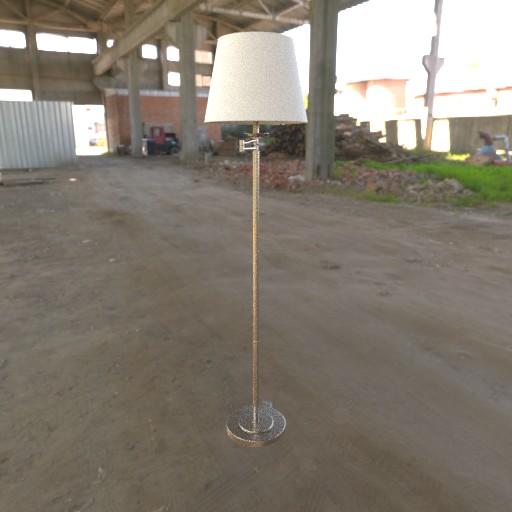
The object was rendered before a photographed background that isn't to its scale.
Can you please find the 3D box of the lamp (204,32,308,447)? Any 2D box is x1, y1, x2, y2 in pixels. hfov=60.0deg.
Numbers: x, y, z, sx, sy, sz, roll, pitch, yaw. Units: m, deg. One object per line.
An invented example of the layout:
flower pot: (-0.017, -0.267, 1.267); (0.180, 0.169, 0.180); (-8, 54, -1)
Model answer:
lamp: (0.000, 0.000, 1.653); (0.355, 1.473, 0.355); (0, 15, 0)
